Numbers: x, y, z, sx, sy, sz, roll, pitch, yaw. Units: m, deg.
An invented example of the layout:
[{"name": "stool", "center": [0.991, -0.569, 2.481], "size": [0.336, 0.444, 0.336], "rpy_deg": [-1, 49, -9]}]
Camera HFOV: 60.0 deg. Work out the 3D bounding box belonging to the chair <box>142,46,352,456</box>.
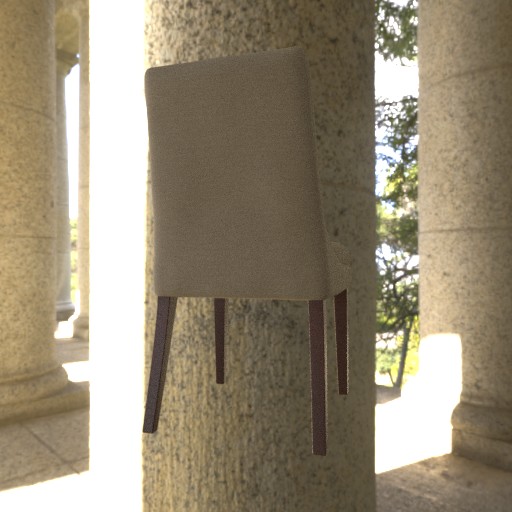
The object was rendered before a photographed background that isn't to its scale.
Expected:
[{"name": "chair", "center": [0.000, 0.000, 1.321], "size": [0.515, 0.940, 0.638], "rpy_deg": [0, -1, 17]}]
